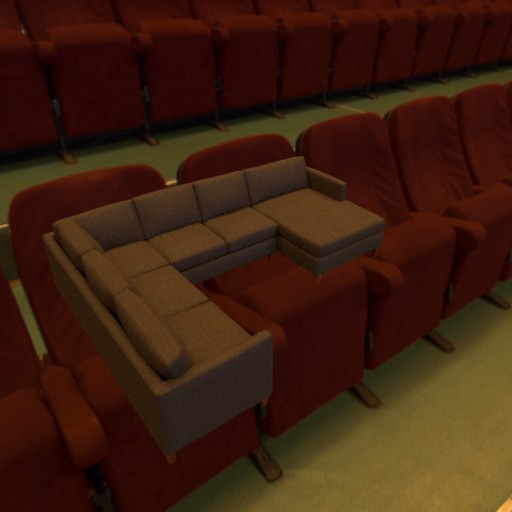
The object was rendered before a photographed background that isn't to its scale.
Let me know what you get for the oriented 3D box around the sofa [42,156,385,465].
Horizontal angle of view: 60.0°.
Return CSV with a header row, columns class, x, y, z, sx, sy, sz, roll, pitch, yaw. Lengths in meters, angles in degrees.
class,x,y,z,sx,sy,sz,roll,pitch,yaw
sofa,0.000,0.000,4.553,3.460,0.961,2.594,-22,38,-31
